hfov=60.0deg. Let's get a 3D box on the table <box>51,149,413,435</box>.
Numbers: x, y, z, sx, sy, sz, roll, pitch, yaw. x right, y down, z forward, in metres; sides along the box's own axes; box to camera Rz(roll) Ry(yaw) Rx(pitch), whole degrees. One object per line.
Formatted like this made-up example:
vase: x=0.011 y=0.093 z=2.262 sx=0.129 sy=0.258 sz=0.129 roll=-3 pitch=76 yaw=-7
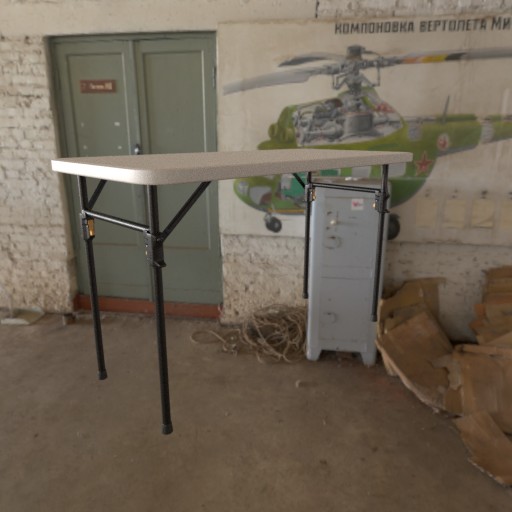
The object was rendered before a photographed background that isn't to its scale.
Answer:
table: x=0.000 y=0.000 z=1.642 sx=1.219 sy=0.729 sz=0.610 roll=-15 pitch=21 yaw=-42
